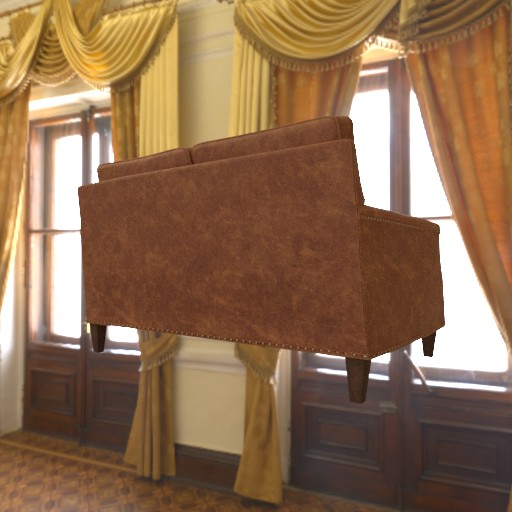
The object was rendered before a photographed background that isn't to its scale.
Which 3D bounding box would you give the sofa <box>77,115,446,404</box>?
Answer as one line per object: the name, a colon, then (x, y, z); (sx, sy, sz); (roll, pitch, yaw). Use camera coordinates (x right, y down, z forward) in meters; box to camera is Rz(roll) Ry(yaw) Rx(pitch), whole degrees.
sofa: (0.000, 0.000, 2.247); (1.597, 1.003, 1.084); (-1, -1, 36)
